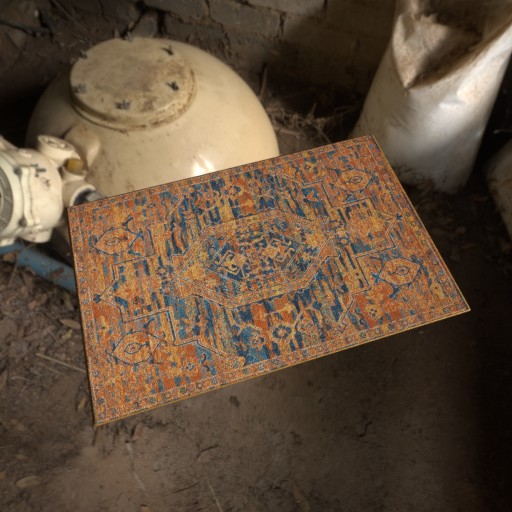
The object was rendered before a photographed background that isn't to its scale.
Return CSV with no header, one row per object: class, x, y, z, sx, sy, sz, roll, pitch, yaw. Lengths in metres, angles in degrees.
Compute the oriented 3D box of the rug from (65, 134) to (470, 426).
rug,0.000,0.000,1.084,0.863,0.008,0.557,-15,64,-8
